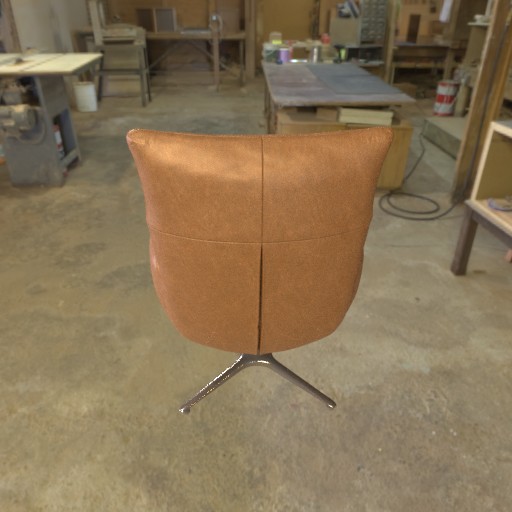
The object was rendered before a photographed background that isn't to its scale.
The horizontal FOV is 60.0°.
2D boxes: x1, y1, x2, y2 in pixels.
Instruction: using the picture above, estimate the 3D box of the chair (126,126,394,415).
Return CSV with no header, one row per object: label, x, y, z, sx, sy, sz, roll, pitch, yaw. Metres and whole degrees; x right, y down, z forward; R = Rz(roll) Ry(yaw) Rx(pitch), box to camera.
chair,0.000,0.000,1.531,0.711,1.027,0.794,-1,30,-2
